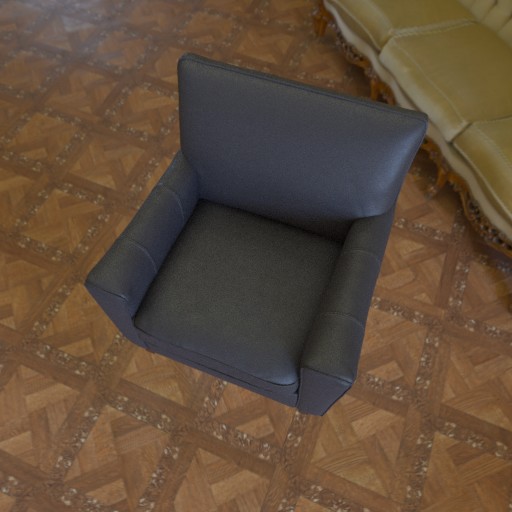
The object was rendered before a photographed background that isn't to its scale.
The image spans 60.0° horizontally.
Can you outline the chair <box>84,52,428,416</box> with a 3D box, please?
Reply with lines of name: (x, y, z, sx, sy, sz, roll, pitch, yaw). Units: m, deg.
chair: (0.000, 0.000, 1.599, 0.870, 0.943, 0.825, 19, 61, 11)
